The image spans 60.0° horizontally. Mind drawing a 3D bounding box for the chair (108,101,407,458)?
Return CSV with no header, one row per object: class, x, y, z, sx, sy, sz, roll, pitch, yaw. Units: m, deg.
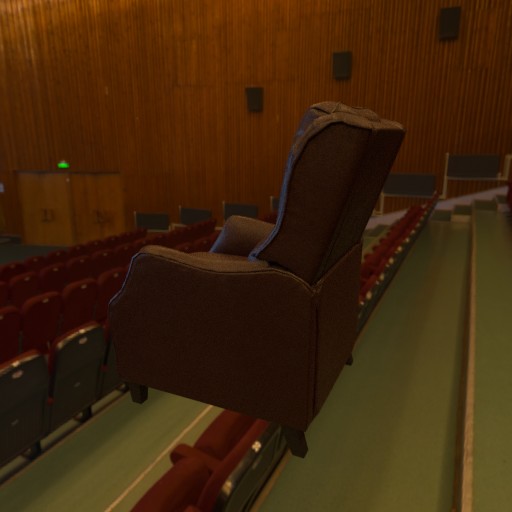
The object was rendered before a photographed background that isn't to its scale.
chair,0.000,0.000,1.761,0.982,1.132,0.770,7,17,24
